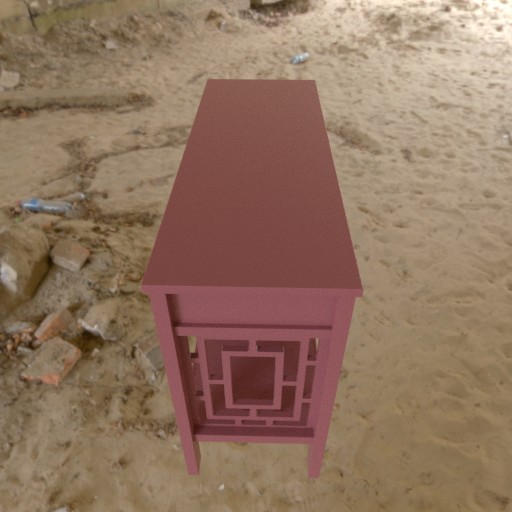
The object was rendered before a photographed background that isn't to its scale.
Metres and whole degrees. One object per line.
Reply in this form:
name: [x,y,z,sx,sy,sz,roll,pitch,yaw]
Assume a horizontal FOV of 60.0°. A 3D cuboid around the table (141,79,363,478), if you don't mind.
table: [0.000,0.000,1.417,0.397,0.753,1.068,1,40,1]
